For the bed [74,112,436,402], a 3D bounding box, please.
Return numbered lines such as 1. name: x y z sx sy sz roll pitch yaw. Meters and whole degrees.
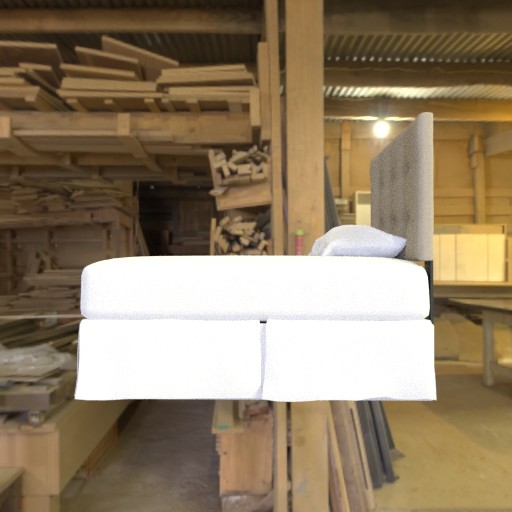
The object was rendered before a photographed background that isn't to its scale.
1. bed: 0.000 0.000 2.991 1.997 1.571 1.261 0 0 1
